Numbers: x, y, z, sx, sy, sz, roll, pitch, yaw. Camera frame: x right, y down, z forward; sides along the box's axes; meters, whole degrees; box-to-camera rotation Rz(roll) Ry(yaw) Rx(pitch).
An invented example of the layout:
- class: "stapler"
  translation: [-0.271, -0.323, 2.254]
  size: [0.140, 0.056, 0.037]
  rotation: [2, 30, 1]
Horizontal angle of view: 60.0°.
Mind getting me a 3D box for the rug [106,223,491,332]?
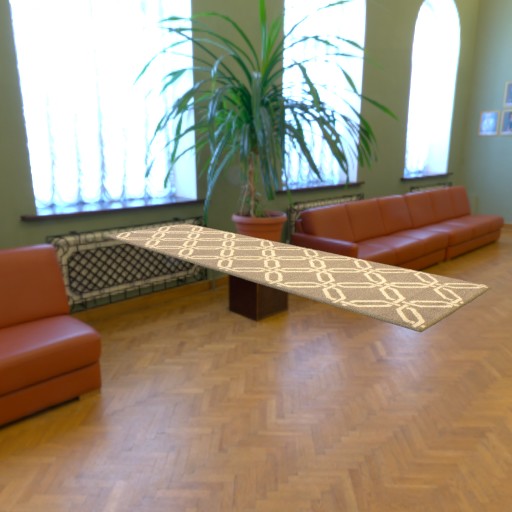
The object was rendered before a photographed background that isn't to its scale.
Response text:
- class: "rug"
  translation: [0.000, 0.000, 2.511]
  size: [0.678, 0.014, 2.276]
  rotation: [-14, 19, -43]
